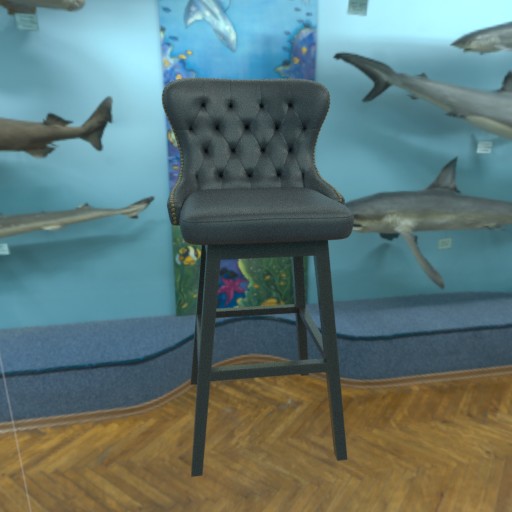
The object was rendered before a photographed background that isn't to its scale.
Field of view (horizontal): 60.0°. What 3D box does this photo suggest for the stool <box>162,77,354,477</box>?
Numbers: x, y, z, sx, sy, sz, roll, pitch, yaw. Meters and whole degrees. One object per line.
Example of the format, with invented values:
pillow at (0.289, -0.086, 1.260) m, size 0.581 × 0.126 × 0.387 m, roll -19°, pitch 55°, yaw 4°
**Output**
stool at (0.000, 0.000, 1.356) m, size 0.528 × 1.050 × 0.601 m, roll -3°, pitch 18°, yaw -8°
